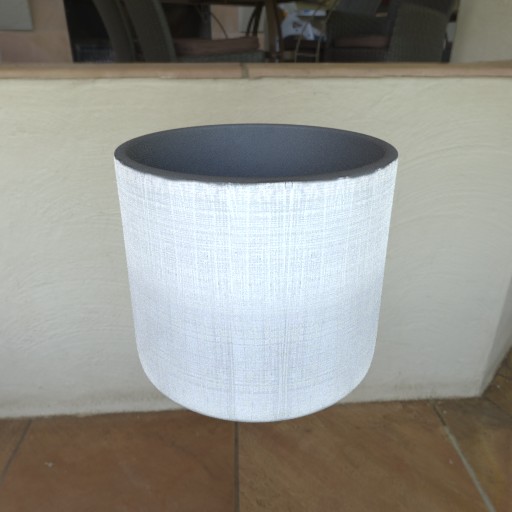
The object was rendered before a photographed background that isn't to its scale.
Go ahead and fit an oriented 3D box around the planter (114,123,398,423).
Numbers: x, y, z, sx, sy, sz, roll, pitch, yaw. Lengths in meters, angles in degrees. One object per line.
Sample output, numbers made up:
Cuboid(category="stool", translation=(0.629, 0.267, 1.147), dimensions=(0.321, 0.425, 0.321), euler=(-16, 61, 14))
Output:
Cuboid(category="planter", translation=(0.000, 0.000, 0.400), dimensions=(0.226, 0.201, 0.226), euler=(0, 25, 0))
